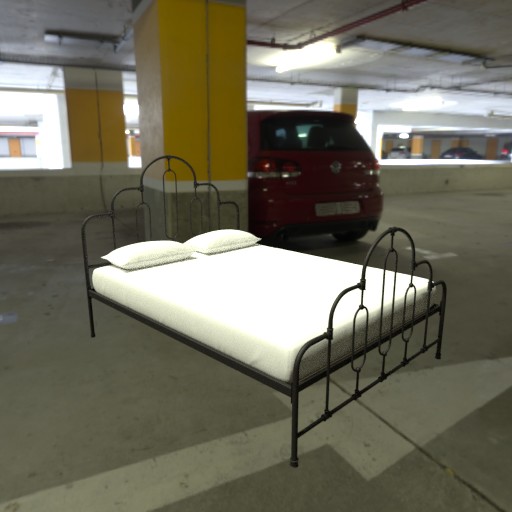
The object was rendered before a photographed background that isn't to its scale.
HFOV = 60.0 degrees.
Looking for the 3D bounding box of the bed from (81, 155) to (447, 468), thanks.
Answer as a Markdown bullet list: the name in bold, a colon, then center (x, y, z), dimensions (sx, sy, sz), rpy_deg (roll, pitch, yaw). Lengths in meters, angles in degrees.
- **bed**: center (0.000, 0.000, 3.225), dimensions (1.640, 1.429, 2.163), rpy_deg (-13, 18, -43)
